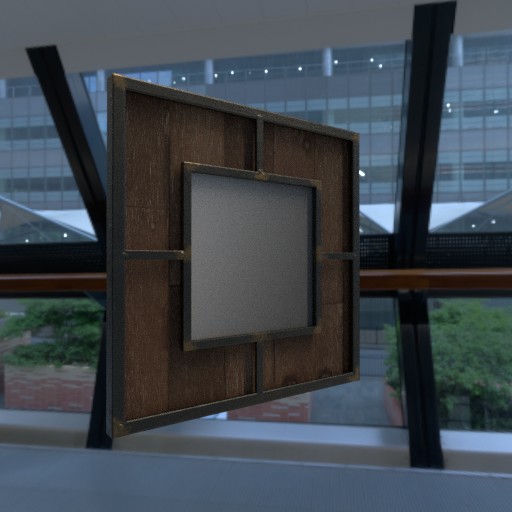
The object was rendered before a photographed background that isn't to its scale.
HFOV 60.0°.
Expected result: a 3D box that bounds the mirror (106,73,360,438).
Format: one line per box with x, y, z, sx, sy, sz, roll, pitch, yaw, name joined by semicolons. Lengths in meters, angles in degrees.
0.000;0.000;0.579;0.382;0.381;0.020;0;0;-36;mirror
